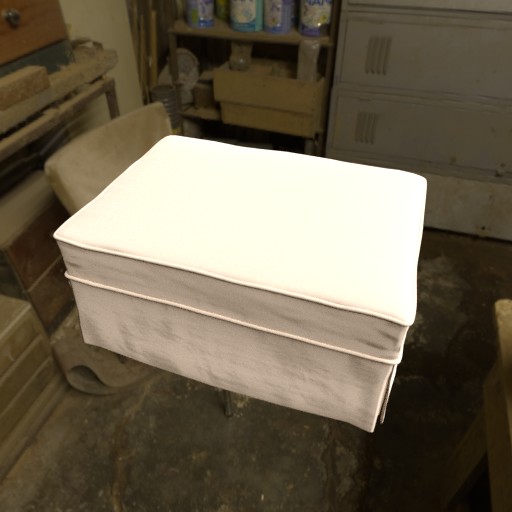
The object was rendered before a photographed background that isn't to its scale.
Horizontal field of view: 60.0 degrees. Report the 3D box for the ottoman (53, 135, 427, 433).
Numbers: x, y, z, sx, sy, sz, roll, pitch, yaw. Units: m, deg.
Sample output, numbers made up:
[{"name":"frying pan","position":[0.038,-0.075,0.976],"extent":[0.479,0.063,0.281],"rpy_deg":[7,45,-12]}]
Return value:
[{"name":"ottoman","position":[0.000,0.000,1.371],"extent":[0.944,0.479,0.703],"rpy_deg":[13,42,15]}]
